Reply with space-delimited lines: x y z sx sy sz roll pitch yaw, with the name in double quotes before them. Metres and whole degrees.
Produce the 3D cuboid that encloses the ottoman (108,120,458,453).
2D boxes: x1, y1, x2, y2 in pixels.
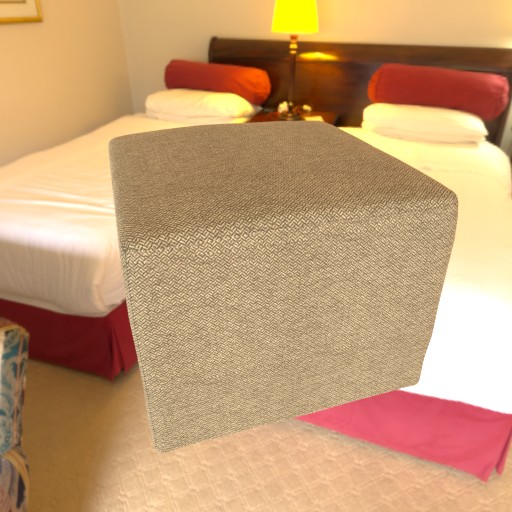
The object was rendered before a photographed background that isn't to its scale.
"ottoman" 0.000 0.000 0.900 0.512 0.453 0.519 -9 31 -15
